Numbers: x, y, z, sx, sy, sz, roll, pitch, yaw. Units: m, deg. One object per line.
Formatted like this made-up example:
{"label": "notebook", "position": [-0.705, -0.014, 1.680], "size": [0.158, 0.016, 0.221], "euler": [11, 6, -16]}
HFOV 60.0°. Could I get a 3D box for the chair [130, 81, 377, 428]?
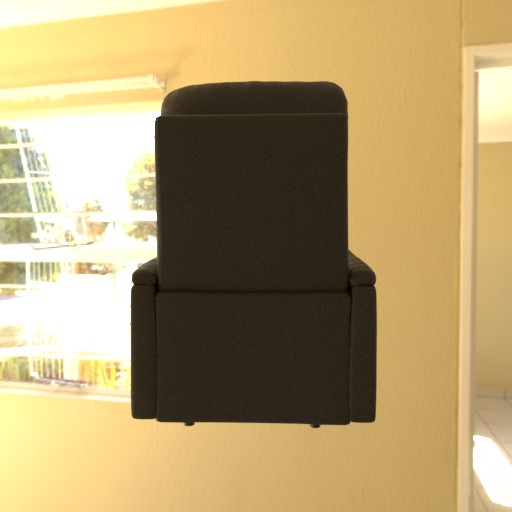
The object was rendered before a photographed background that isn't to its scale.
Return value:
{"label": "chair", "position": [0.000, 0.000, 1.654], "size": [0.775, 1.082, 0.831], "euler": [0, 1, 2]}
